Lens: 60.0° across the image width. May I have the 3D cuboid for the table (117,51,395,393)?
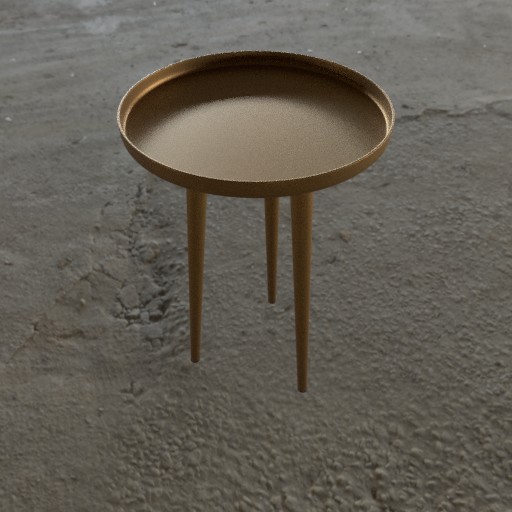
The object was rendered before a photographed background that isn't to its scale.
[{"bbox_3d":[0.000,0.000,0.658,0.299,0.480,0.299,-12,46,-11],"label":"table"}]
